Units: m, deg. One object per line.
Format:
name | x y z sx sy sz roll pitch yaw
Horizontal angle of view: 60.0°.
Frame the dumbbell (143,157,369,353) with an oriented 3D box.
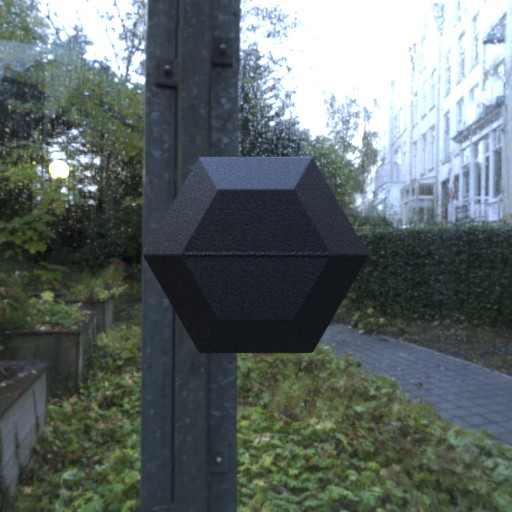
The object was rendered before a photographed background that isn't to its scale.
dumbbell | 0.000 0.000 0.325 0.106 0.092 0.272 0 0 0
